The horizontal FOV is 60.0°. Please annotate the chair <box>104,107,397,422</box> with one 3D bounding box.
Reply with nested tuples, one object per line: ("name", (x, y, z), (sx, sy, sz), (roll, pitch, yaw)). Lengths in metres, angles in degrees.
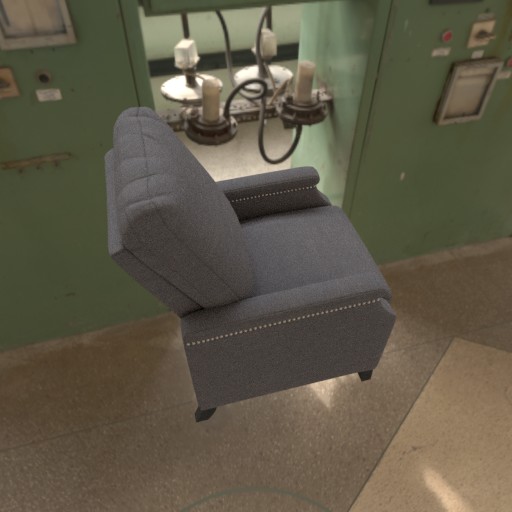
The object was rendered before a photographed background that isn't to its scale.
("chair", (0.000, 0.000, 1.663), (0.922, 1.049, 0.710), (-11, 48, -10))
